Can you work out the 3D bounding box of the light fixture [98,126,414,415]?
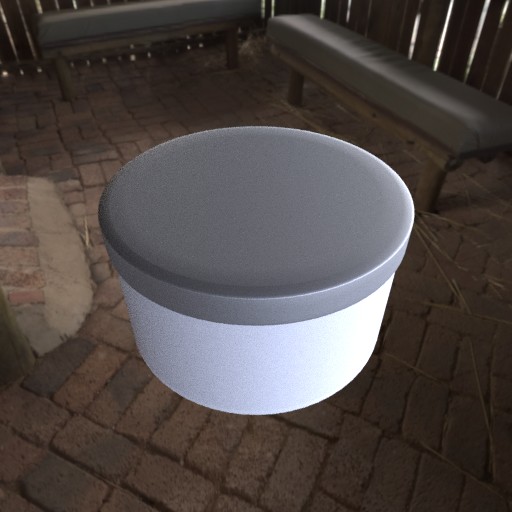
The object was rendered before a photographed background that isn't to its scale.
[{"bbox_3d":[0.000,0.000,0.642,0.393,0.229,0.393,0,40,0],"label":"light fixture"}]
